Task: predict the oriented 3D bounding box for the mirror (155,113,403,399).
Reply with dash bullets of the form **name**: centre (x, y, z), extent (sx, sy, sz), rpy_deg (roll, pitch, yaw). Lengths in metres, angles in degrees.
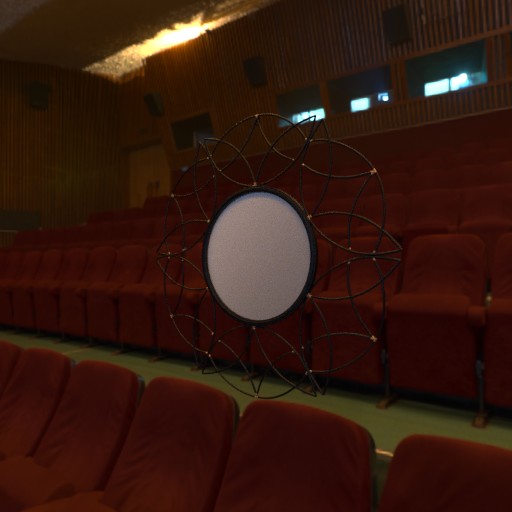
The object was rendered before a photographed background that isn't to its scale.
- **mirror**: centre (0.000, 0.000, 1.207), extent (0.797, 0.775, 0.028), rpy_deg (0, -1, 36)
